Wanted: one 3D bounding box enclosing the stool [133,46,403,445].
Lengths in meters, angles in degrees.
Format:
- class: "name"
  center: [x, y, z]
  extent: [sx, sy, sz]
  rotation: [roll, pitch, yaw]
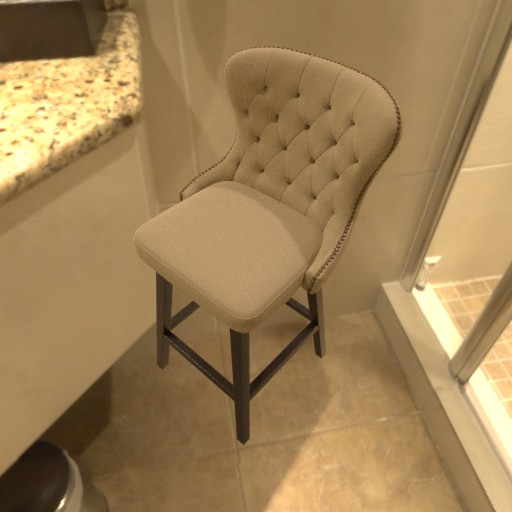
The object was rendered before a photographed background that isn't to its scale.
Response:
- class: "stool"
  center: [0.000, 0.000, 1.299]
  extent: [0.528, 0.971, 0.593]
  rotation: [33, 55, 27]
